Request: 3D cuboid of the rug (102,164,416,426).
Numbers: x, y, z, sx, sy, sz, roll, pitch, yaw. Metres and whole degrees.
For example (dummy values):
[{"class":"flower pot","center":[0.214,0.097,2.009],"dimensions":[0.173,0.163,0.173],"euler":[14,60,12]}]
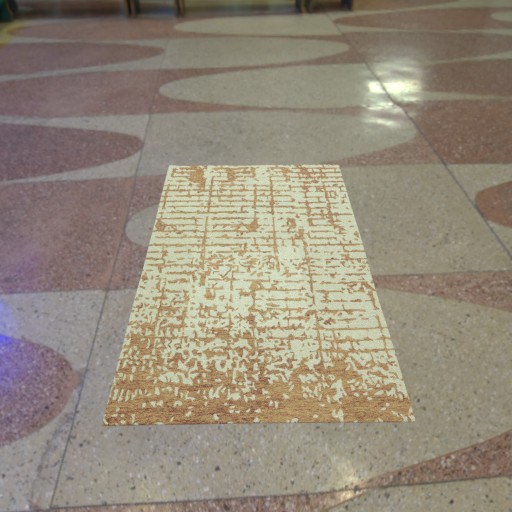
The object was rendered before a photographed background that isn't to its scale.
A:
[{"class":"rug","center":[0.000,0.000,3.047],"dimensions":[1.517,0.011,2.435],"euler":[-1,42,-1]}]
